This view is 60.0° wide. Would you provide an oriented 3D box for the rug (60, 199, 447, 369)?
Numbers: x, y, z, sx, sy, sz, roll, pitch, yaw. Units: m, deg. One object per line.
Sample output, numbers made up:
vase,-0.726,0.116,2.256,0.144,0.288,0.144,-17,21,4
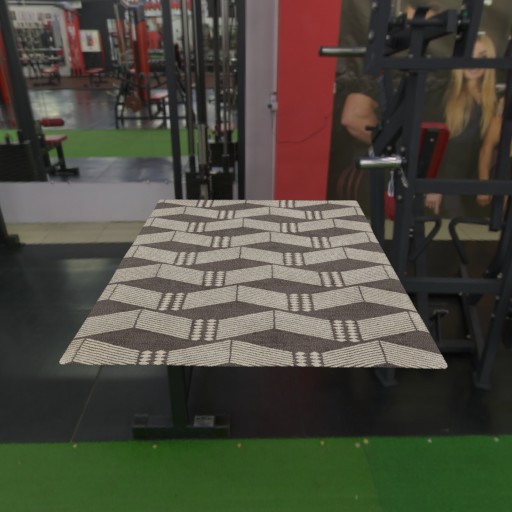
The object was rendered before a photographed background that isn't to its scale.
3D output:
rug,0.000,0.000,4.121,2.438,0.016,3.048,0,27,1
